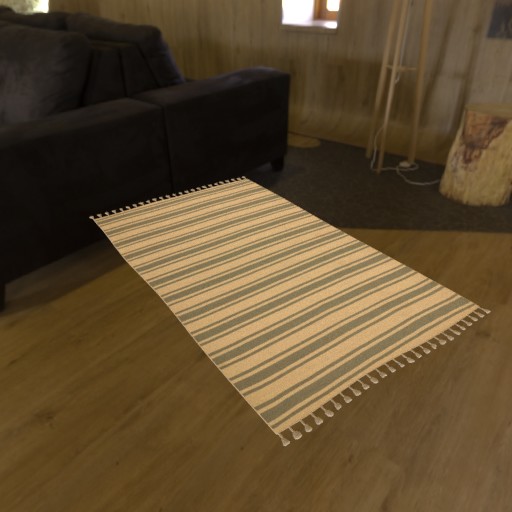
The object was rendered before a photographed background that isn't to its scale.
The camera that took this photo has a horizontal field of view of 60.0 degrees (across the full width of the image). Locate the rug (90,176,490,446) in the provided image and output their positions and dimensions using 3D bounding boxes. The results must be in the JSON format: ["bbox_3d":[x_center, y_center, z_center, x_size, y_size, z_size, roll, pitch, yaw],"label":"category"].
[{"bbox_3d":[0.000,0.000,2.477,1.222,0.009,2.084,-20,37,-29],"label":"rug"}]
